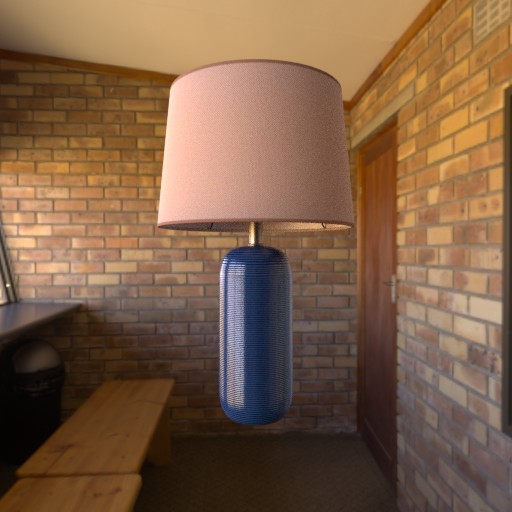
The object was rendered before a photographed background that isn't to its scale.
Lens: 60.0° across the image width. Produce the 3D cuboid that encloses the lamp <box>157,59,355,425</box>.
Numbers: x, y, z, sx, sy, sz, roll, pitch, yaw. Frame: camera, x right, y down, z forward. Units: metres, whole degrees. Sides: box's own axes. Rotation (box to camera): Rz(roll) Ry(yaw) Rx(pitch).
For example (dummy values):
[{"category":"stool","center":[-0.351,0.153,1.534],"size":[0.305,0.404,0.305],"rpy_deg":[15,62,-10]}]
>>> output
[{"category":"lamp","center":[0.000,0.000,0.844],"size":[0.367,0.609,0.367],"rpy_deg":[0,1,0]}]
